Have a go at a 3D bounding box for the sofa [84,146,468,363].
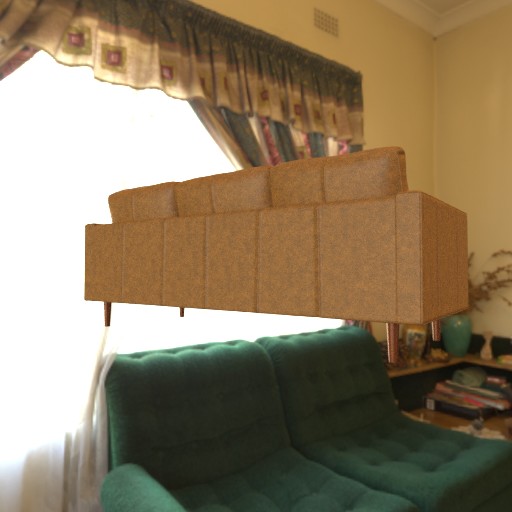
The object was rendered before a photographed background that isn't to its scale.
[{"bbox_3d":[0.000,0.000,2.711,2.231,0.930,0.903,-1,-2,36],"label":"sofa"}]
